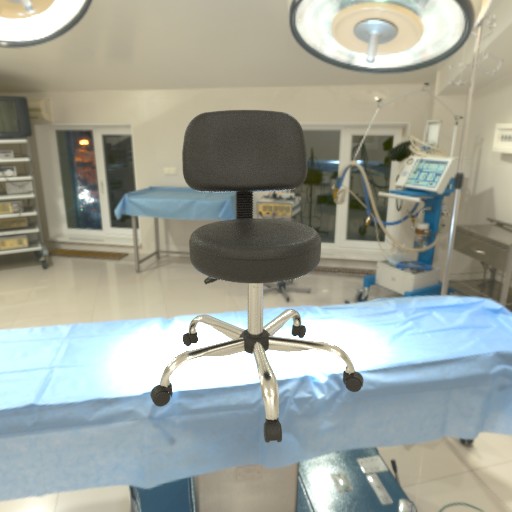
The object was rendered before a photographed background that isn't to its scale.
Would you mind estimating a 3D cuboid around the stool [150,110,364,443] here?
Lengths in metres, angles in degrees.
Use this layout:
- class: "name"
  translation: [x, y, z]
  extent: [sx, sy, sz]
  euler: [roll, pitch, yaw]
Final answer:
- class: "stool"
  translation: [0.000, 0.000, 1.352]
  extent: [0.673, 0.862, 0.648]
  euler: [-2, 17, -8]
